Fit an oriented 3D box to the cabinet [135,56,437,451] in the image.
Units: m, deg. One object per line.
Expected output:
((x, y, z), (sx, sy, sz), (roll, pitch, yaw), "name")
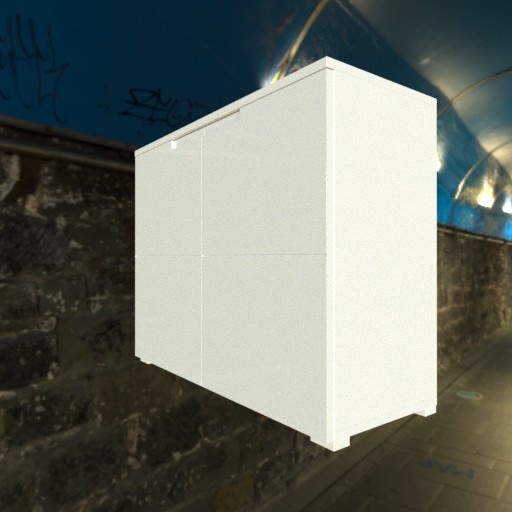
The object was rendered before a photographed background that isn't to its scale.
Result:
((0.000, 0.000, 1.408), (0.400, 0.800, 1.000), (0, 0, -37), "cabinet")
